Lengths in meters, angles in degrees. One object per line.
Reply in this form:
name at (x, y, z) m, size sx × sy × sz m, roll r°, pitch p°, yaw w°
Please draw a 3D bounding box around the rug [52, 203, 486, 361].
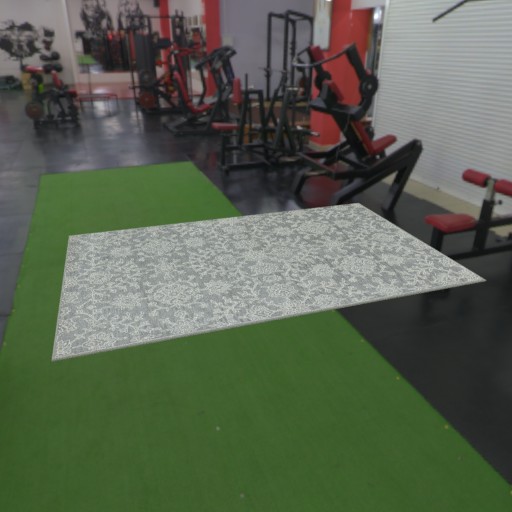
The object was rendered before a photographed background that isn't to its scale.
rug at (0.000, 0.000, 2.985) m, size 2.430 × 0.010 × 1.515 m, roll -8°, pitch 27°, yaw -16°
